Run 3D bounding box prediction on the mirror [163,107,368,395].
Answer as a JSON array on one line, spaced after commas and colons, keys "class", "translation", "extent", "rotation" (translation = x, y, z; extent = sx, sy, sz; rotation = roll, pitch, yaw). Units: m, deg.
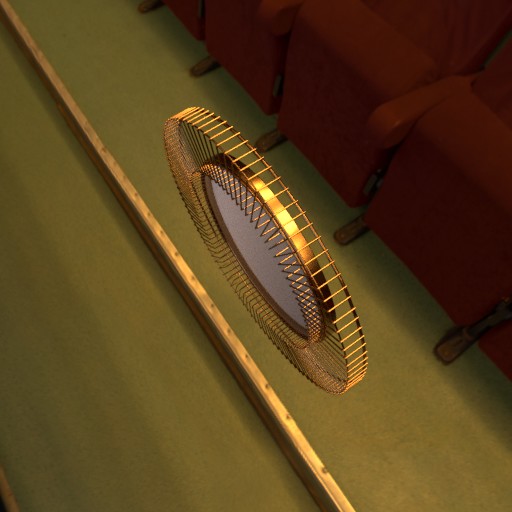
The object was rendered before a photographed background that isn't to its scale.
[{"class": "mirror", "translation": [0.000, 0.000, 1.022], "extent": [0.067, 0.703, 0.703], "rotation": [-32, 69, -14]}]
